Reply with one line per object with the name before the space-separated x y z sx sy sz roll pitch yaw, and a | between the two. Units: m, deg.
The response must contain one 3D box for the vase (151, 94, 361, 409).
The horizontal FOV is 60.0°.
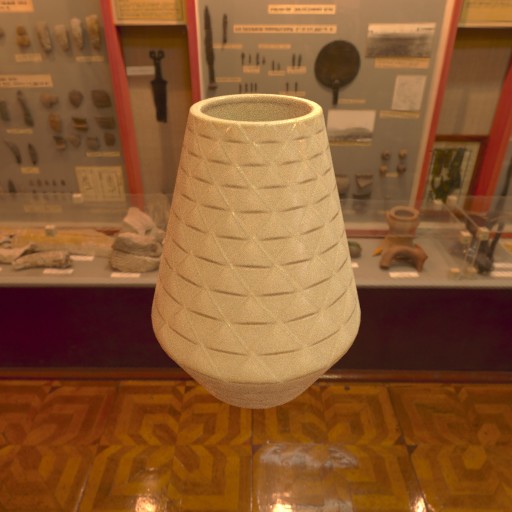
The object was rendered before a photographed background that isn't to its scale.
vase | 0.000 0.000 0.353 0.175 0.230 0.175 0 31 0
